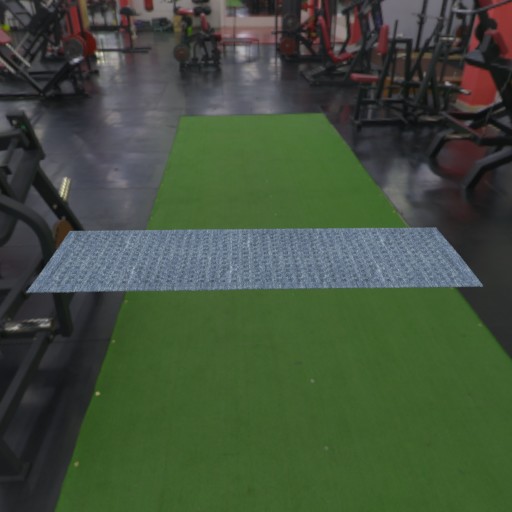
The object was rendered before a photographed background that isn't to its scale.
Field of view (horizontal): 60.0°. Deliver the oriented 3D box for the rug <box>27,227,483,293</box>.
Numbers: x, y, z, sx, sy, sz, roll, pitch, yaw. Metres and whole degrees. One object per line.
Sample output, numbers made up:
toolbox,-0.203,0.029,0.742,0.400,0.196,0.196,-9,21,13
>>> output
rug,0.000,0.000,2.659,2.443,0.008,0.688,-1,31,-1
